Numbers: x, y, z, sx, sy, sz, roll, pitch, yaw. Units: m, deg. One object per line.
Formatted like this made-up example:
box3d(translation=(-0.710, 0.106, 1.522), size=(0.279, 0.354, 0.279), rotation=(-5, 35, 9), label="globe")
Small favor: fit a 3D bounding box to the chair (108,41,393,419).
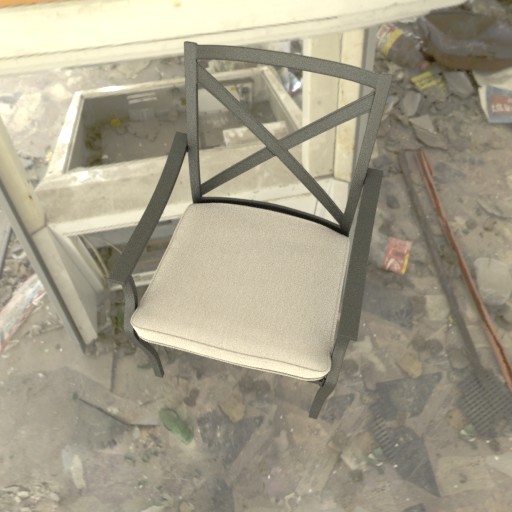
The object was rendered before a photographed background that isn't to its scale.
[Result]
box3d(translation=(0.000, 0.000, 1.251), size=(0.575, 0.889, 0.620), rotation=(13, 59, 8), label="chair")
